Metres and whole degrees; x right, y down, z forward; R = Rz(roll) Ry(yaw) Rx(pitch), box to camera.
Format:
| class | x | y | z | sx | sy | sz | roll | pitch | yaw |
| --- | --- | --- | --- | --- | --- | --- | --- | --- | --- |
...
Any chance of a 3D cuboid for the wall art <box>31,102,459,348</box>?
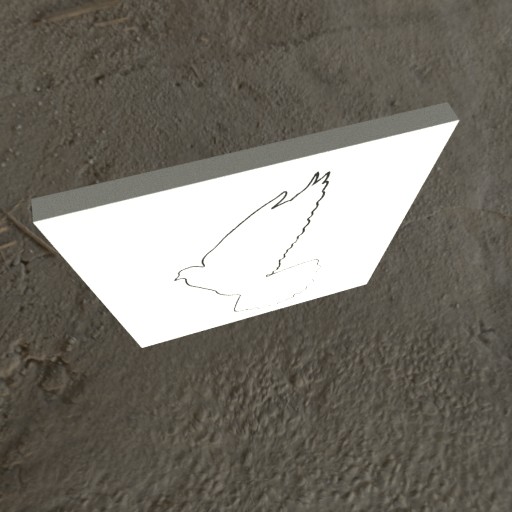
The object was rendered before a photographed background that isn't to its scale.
| class | x | y | z | sx | sy | sz | roll | pitch | yaw |
| --- | --- | --- | --- | --- | --- | --- | --- | --- | --- |
| wall art | 0.000 | 0.000 | 0.889 | 0.610 | 0.610 | 0.038 | -15 | 64 | -7 |
